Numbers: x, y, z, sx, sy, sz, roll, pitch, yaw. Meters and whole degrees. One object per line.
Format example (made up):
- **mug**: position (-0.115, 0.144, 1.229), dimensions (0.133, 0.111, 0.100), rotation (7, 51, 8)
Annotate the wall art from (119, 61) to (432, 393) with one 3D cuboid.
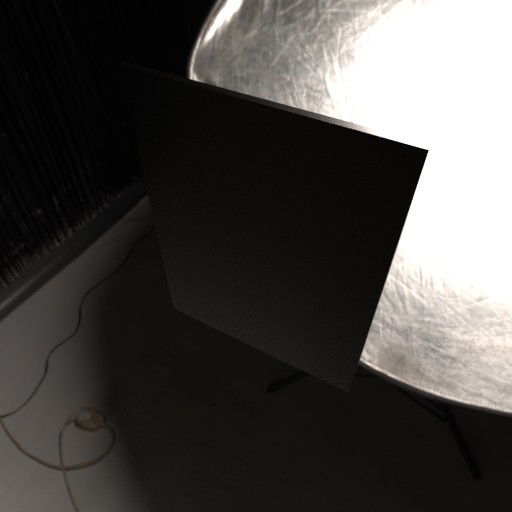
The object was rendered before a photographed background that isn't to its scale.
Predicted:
- **wall art**: position (0.000, 0.000, 0.776), dimensions (0.442, 0.582, 0.013), rotation (22, 51, 19)
